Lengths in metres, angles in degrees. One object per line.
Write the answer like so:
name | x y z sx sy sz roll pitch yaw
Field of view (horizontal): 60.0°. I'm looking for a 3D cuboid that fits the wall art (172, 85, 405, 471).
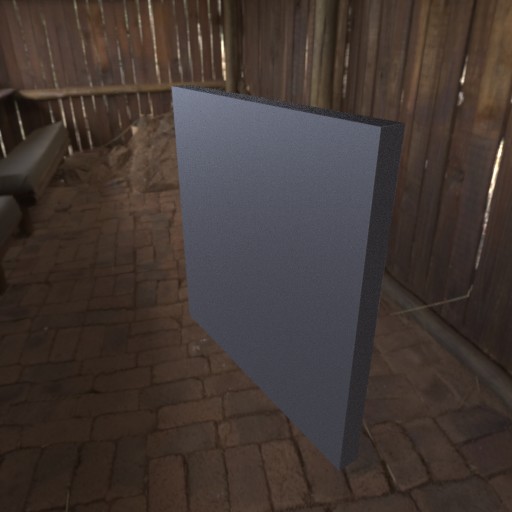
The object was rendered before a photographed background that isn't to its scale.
wall art | 0.000 0.000 0.756 0.038 0.507 0.507 -17 31 -30
